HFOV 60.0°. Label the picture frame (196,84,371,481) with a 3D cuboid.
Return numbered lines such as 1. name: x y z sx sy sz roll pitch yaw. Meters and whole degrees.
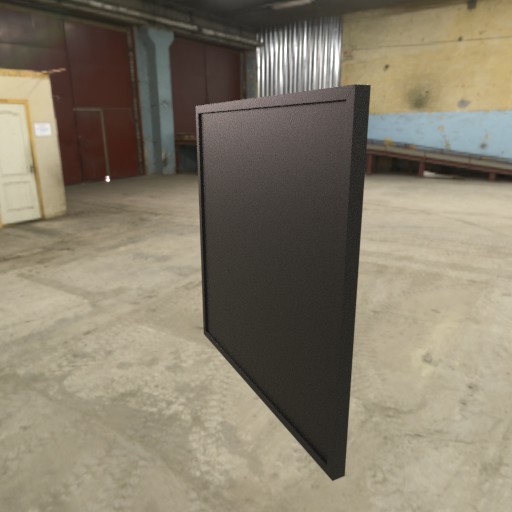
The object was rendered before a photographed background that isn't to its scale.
1. picture frame: 0.000 0.000 1.157 0.032 0.775 0.775 -8 18 -26
